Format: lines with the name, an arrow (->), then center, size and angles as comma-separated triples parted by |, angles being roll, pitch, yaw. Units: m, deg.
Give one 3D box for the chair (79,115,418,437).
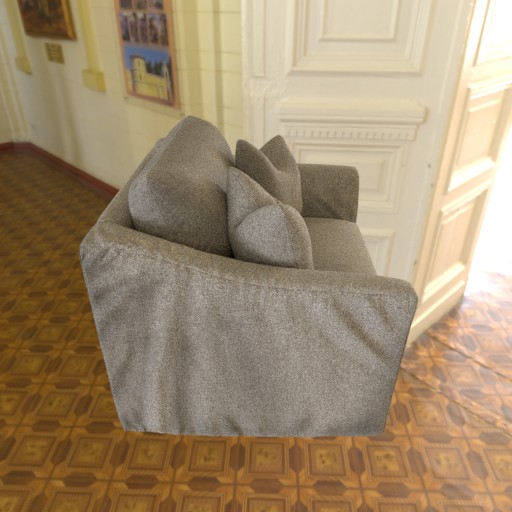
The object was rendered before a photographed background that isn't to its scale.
chair -> 0.000, 0.000, 1.995 | 1.071, 1.059, 1.194 | 1, 31, 1
